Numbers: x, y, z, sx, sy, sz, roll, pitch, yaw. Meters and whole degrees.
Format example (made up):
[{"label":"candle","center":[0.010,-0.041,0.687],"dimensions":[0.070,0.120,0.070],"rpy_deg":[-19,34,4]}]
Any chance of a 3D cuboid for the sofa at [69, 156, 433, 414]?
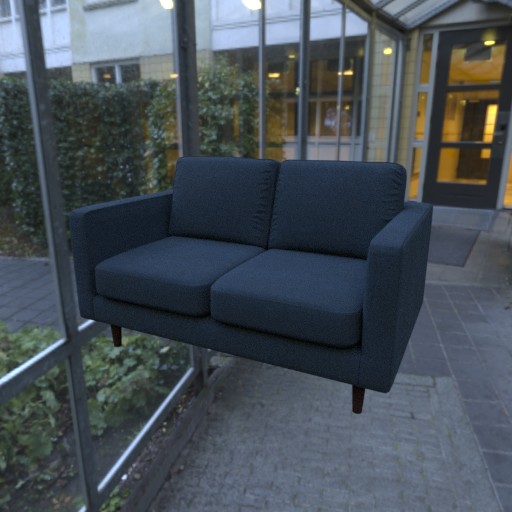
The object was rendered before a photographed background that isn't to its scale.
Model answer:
[{"label":"sofa","center":[0.000,0.000,2.209],"dimensions":[1.518,0.930,0.999],"rpy_deg":[8,18,25]}]
